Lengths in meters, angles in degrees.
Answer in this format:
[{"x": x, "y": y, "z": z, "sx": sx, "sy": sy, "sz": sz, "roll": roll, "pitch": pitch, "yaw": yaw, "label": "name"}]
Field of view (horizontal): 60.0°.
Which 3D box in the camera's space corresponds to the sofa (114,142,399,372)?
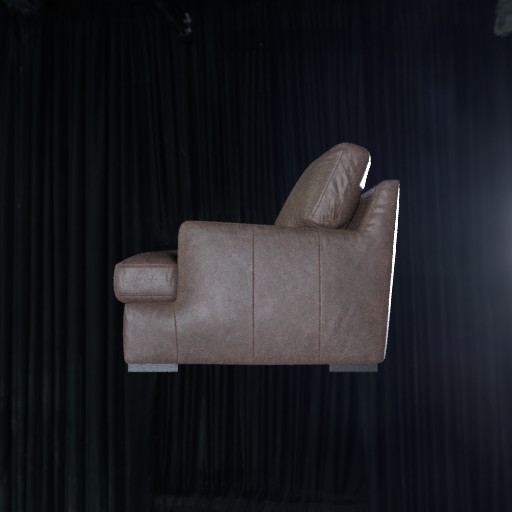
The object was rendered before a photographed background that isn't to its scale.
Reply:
[{"x": 0.000, "y": 0.000, "z": 2.814, "sx": 1.143, "sy": 0.941, "sz": 2.261, "roll": 0, "pitch": -1, "yaw": 0, "label": "sofa"}]
